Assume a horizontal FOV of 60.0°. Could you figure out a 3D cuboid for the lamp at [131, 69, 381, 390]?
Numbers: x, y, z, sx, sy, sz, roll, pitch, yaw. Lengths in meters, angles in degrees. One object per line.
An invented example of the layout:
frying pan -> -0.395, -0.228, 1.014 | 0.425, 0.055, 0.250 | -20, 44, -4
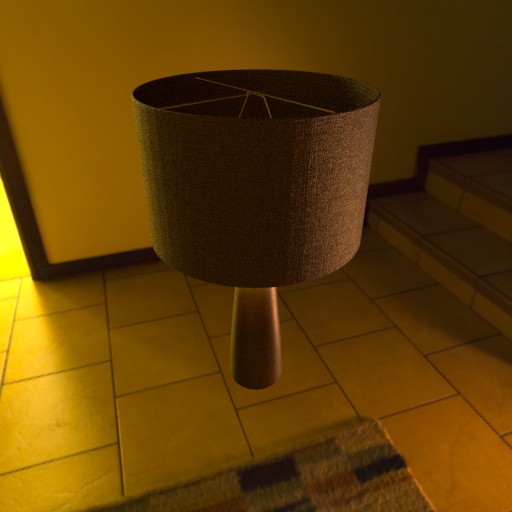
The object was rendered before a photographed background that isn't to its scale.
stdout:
lamp -> 0.000, 0.000, 0.678 | 0.303, 0.488, 0.303 | 0, 31, 0
